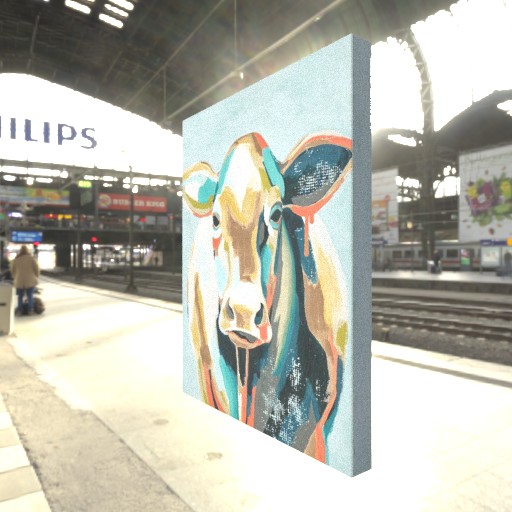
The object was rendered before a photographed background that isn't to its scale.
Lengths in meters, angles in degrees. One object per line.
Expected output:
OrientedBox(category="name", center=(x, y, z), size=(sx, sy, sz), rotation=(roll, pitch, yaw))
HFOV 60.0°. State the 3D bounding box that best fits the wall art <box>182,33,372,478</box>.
OrientedBox(category="wall art", center=(0.000, 0.000, 0.680), size=(0.037, 0.509, 0.409), rotation=(0, 0, -37))
